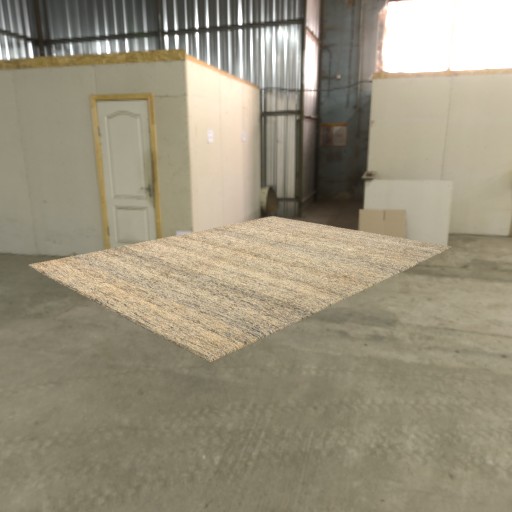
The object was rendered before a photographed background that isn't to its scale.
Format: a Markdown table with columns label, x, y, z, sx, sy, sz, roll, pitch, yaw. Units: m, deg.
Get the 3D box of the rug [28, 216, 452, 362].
| label | x | y | z | sx | sy | sz | roll | pitch | yaw |
| --- | --- | --- | --- | --- | --- | --- | --- | --- | --- |
| rug | 0.000 | 0.000 | 4.159 | 2.414 | 0.036 | 3.199 | 15 | 21 | 42 |
